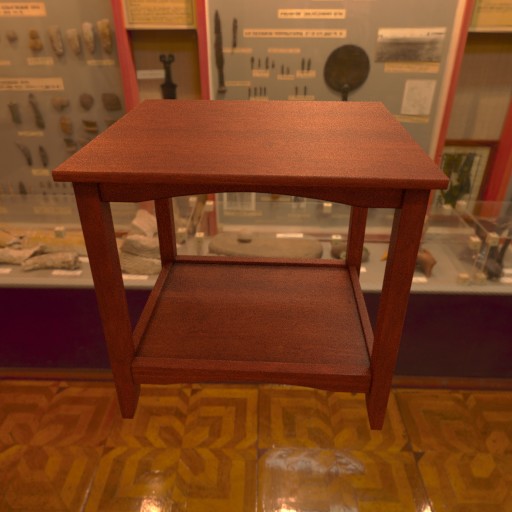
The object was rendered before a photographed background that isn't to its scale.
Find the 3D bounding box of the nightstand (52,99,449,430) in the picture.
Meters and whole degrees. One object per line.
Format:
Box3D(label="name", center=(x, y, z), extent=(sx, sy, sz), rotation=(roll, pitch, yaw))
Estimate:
Box3D(label="nightstand", center=(0.000, 0.000, 0.974), extent=(0.558, 0.558, 0.501), rotation=(2, 31, 3))
